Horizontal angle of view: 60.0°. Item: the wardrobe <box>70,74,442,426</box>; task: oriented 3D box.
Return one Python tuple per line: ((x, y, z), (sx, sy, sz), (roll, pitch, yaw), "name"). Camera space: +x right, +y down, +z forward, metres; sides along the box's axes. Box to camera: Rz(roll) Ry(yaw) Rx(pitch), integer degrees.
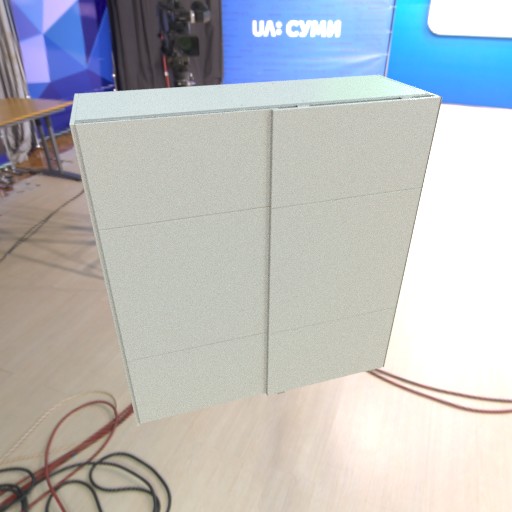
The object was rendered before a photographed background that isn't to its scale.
((0.000, 0.000, 2.793), (1.780, 1.960, 0.629), (-9, 34, -14), "wardrobe")
